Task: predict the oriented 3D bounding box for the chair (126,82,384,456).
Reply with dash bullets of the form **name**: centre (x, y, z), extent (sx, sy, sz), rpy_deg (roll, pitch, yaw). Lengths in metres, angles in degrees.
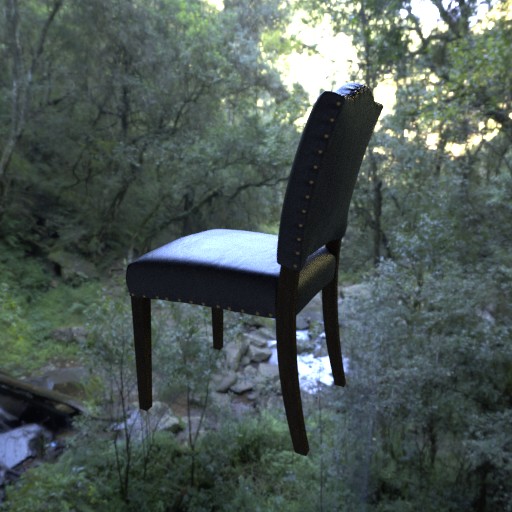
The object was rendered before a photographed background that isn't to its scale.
- **chair**: centre (0.000, 0.000, 1.384), extent (0.633, 0.991, 0.500), rpy_deg (8, 18, 25)
